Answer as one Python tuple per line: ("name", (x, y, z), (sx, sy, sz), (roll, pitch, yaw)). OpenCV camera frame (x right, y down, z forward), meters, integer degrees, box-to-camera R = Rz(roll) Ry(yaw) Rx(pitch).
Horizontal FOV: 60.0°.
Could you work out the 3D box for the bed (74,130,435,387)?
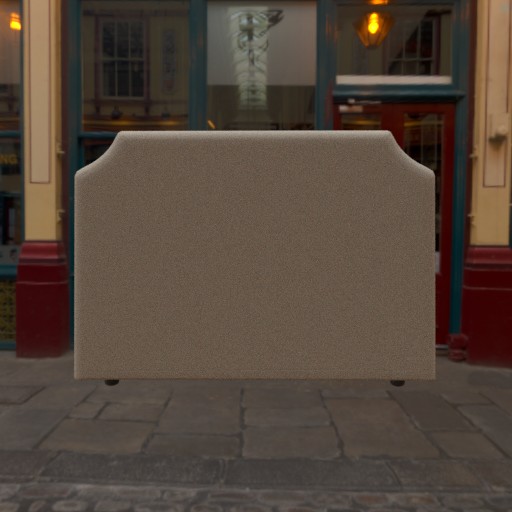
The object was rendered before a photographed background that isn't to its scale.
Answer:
("bed", (0.000, 0.000, 3.302), (1.828, 1.301, 2.204), (0, 1, 0))
